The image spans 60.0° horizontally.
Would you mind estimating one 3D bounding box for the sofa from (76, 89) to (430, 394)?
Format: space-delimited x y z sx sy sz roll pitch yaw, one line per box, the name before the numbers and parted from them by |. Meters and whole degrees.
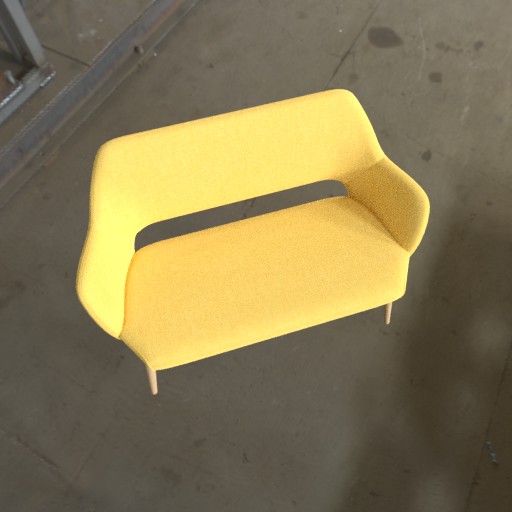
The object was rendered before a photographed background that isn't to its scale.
sofa | 0.000 0.000 1.602 1.150 0.840 0.610 -15 64 -7
